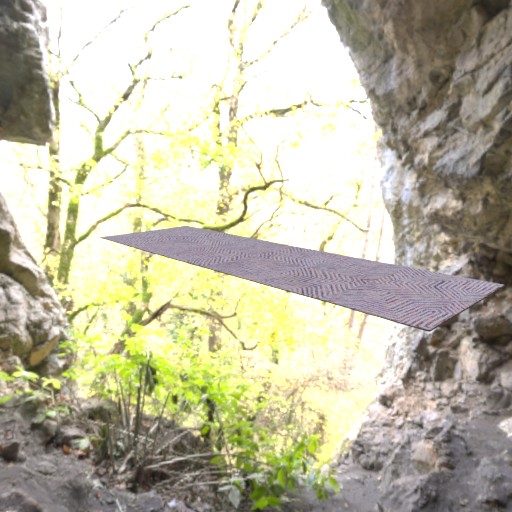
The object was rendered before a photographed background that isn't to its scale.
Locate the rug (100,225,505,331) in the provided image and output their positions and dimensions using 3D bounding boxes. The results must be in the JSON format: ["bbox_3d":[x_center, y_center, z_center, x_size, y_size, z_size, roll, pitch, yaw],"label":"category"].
[{"bbox_3d":[0.000,0.000,2.594,0.771,0.009,2.443,-12,18,-43],"label":"rug"}]
